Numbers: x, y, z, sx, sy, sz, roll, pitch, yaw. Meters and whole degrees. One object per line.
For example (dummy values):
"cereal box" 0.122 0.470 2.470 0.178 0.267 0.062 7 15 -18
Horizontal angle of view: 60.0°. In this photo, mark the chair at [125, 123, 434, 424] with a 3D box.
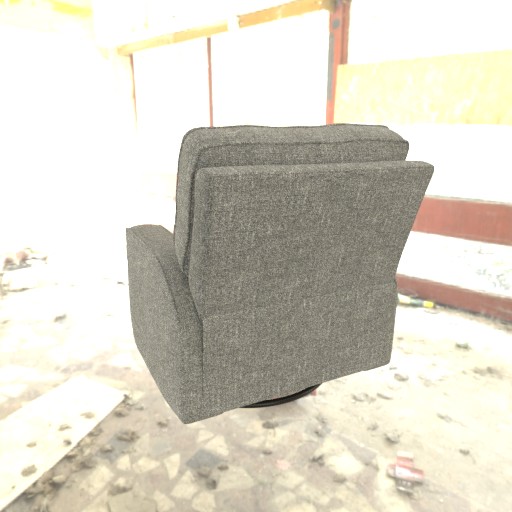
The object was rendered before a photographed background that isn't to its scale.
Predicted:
"chair" 0.000 0.000 1.688 0.861 0.962 0.964 -8 17 -26
